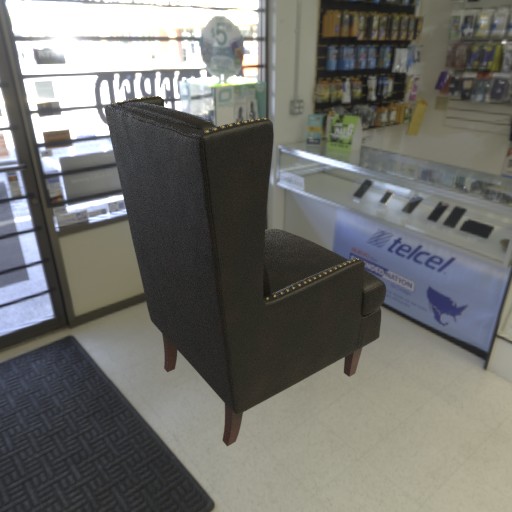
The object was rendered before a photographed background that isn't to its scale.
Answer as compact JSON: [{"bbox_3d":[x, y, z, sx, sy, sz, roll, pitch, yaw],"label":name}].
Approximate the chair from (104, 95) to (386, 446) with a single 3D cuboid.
[{"bbox_3d":[0.000,0.000,1.706,0.799,1.142,0.703,-17,31,-32],"label":"chair"}]
